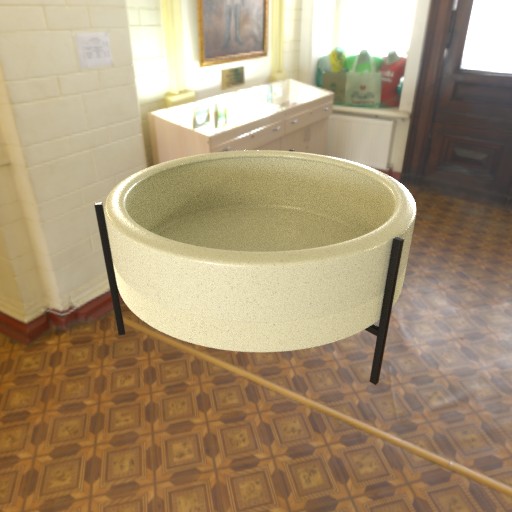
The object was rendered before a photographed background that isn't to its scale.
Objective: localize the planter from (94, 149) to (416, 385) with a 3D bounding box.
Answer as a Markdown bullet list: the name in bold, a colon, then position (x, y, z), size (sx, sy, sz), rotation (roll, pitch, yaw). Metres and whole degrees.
- **planter**: position (0.000, 0.000, 0.536), size (0.345, 0.171, 0.336), rotation (-7, 29, -12)
